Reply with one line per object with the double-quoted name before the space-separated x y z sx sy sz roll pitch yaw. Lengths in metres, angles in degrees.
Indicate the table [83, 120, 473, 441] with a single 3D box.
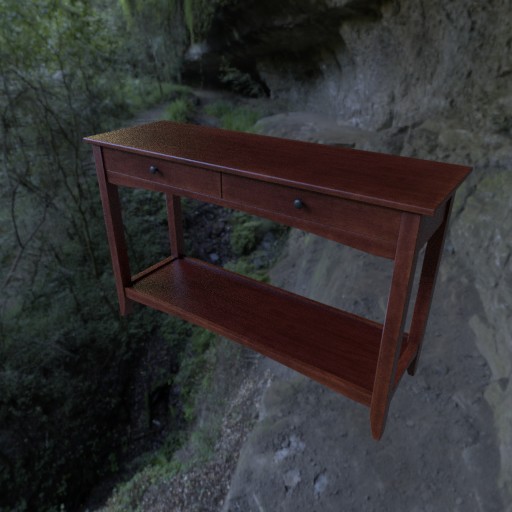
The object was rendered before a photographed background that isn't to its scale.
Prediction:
"table" 0.000 0.000 1.549 1.188 0.739 0.392 18 32 30
